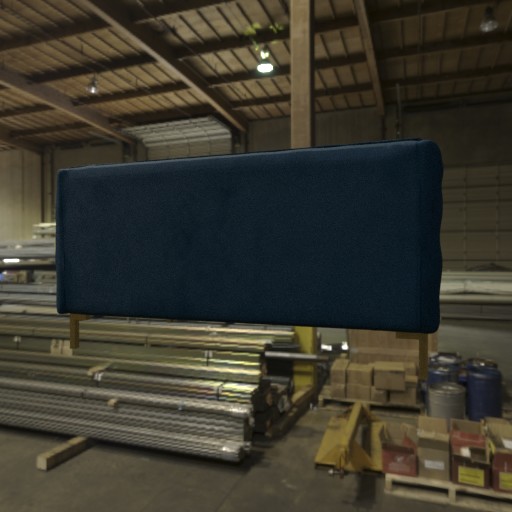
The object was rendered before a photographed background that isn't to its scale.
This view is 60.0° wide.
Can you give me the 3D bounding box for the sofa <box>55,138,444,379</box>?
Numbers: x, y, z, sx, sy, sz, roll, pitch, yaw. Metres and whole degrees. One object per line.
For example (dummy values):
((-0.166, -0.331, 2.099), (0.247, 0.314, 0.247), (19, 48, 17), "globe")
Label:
((0.000, 0.000, 2.091), (1.583, 0.810, 0.909), (0, 0, 19), "sofa")
